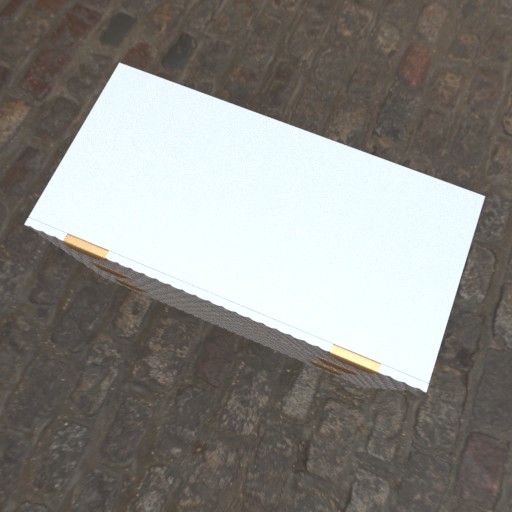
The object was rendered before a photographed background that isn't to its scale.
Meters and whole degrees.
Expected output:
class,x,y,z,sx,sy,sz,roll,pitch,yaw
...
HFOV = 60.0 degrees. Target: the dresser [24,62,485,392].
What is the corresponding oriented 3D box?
class,x,y,z,sx,sy,sz,roll,pitch,yaw
dresser,0.000,0.000,1.315,0.905,0.721,0.457,22,76,6
